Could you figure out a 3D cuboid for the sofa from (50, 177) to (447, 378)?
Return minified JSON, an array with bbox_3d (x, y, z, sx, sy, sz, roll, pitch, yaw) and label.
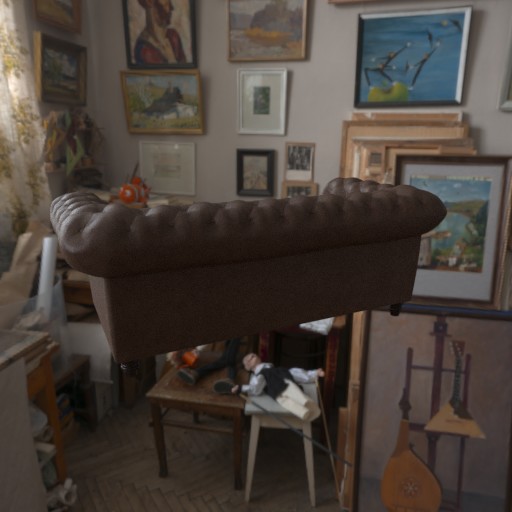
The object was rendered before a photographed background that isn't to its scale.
[{"bbox_3d":[0.000,0.000,2.511,2.048,0.784,0.955,-8,17,-25],"label":"sofa"}]
